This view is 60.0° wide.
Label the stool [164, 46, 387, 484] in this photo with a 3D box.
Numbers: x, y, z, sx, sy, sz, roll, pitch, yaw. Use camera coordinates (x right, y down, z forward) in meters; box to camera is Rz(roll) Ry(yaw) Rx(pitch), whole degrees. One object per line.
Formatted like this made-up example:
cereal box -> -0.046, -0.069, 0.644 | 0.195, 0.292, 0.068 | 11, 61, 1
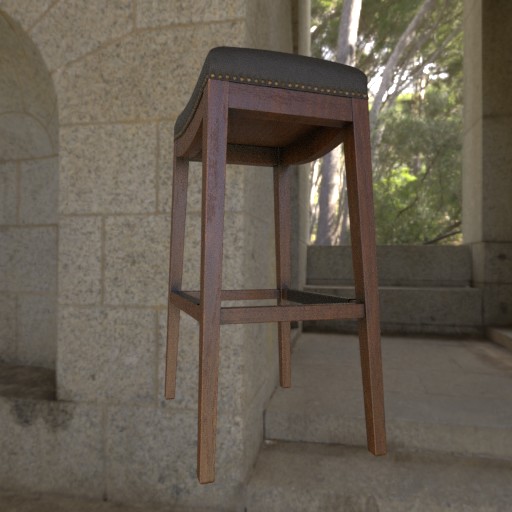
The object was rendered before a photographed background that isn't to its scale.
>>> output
stool -> 0.000, 0.000, 1.031 | 0.361, 0.765, 0.500 | 0, -1, -18
